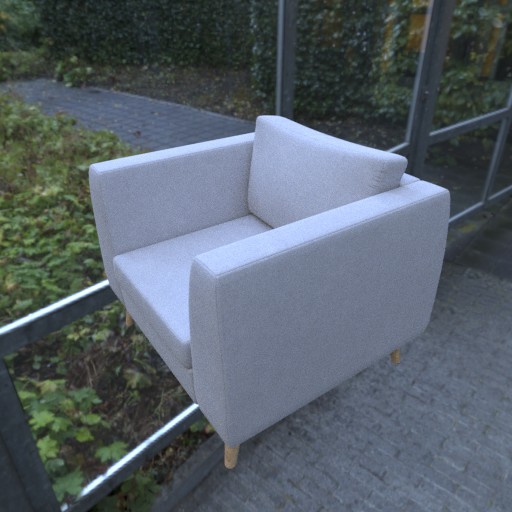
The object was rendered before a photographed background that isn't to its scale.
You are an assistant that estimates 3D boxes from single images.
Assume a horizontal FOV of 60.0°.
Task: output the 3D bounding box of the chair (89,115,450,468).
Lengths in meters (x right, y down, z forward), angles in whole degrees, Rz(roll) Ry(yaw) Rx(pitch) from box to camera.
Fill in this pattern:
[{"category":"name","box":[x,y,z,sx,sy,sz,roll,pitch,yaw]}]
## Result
[{"category":"chair","box":[0.000,0.000,1.701,0.930,0.860,1.000,-20,36,-30]}]
